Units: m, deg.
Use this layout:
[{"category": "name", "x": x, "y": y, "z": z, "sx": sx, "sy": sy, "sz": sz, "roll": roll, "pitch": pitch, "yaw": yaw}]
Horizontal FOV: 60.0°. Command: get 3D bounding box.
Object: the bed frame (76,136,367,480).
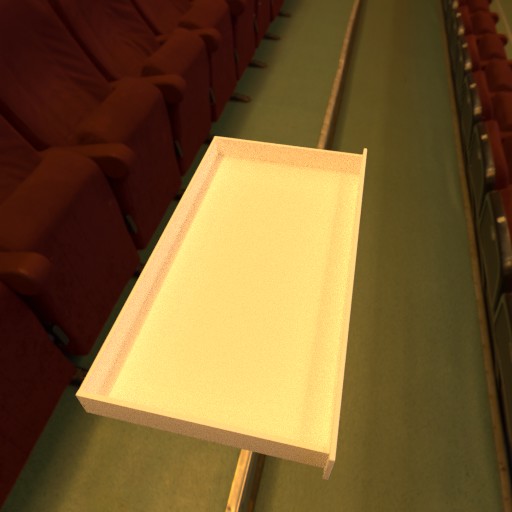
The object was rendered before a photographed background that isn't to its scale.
[{"category": "bed frame", "x": 0.000, "y": 0.000, "z": 1.549, "sx": 0.670, "sy": 0.141, "sz": 1.300, "roll": 10, "pitch": 48, "yaw": 9}]
